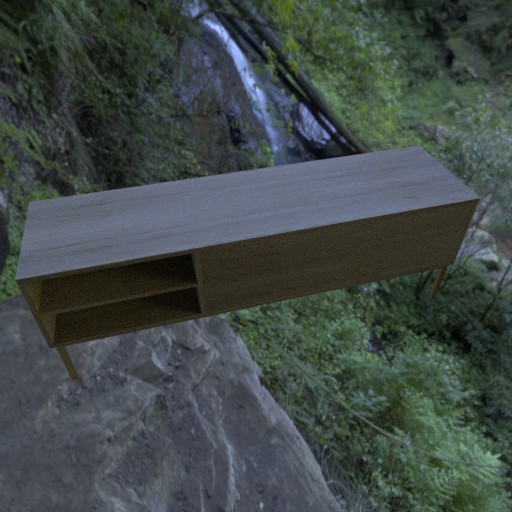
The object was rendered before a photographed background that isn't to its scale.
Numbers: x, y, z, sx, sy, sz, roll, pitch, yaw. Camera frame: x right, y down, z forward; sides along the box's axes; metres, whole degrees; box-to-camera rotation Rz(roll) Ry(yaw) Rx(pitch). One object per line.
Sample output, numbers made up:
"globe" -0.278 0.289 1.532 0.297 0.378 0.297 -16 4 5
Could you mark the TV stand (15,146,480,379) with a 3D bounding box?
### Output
"TV stand" 0.000 0.000 1.808 1.600 0.550 0.420 -10 43 -12
